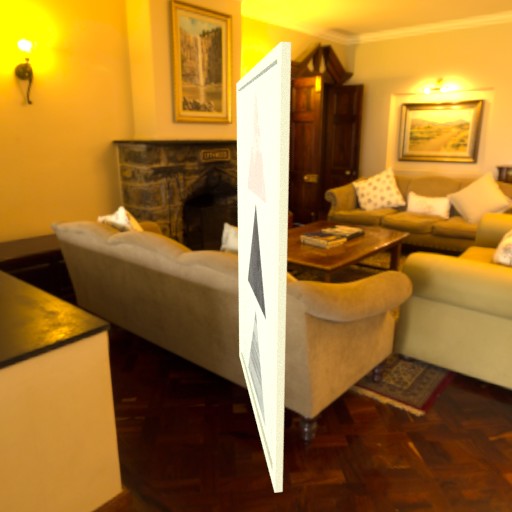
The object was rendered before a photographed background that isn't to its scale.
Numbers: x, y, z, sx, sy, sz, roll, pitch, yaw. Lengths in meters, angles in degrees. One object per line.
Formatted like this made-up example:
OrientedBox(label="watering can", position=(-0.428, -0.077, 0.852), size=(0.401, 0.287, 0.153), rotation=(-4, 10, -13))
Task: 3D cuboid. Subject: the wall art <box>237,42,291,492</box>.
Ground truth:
OrientedBox(label="wall art", position=(0.000, 0.000, 0.835), size=(0.013, 0.656, 0.456), rotation=(-2, 16, -9))
